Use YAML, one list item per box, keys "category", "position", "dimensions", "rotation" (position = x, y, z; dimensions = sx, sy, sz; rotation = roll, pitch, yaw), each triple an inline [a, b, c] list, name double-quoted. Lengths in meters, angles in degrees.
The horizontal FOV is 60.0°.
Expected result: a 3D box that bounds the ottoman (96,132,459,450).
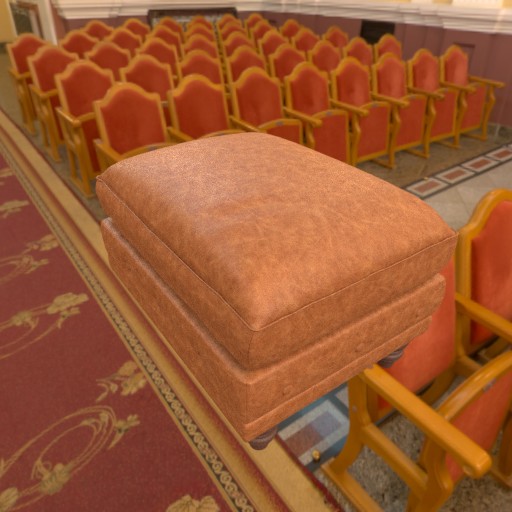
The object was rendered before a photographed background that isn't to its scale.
- category: "ottoman"
  position: [0.000, 0.000, 1.076]
  dimensions: [0.533, 0.480, 0.710]
  rotation: [-21, 38, -29]
